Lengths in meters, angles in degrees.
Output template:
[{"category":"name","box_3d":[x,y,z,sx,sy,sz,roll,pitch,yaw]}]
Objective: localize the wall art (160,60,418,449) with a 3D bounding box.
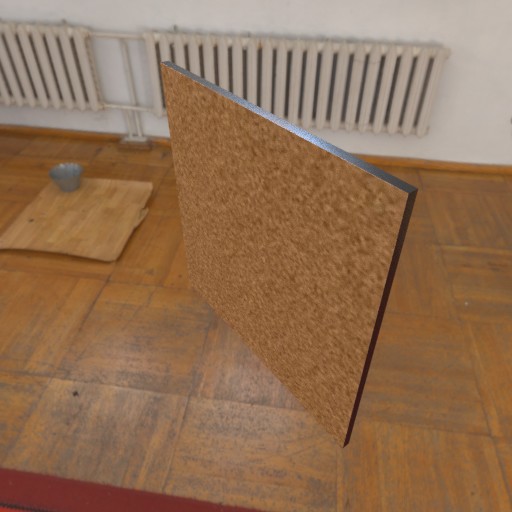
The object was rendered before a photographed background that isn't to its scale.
[{"category":"wall art","box_3d":[0.000,0.000,0.656,0.014,0.445,0.446,-26,47,-27]}]
